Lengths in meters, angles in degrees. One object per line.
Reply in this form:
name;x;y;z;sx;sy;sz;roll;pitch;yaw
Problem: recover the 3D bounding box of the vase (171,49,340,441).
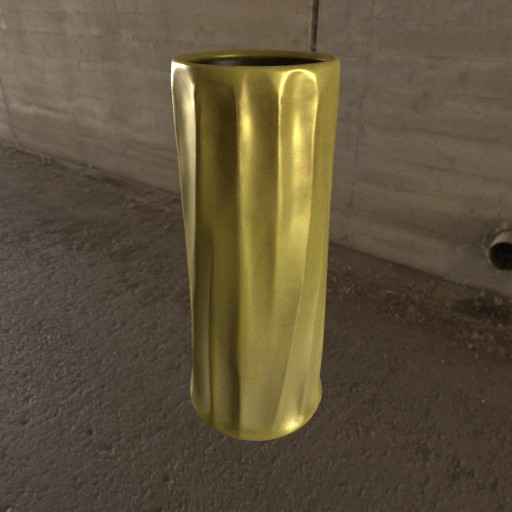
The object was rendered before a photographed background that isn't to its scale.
vase;0.000;0.000;0.173;0.061;0.143;0.061;0;30;0
